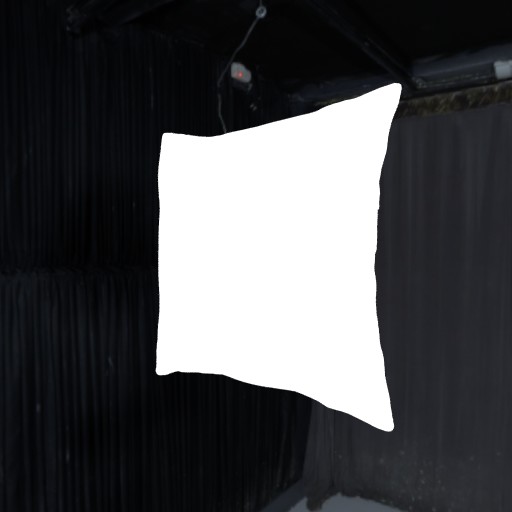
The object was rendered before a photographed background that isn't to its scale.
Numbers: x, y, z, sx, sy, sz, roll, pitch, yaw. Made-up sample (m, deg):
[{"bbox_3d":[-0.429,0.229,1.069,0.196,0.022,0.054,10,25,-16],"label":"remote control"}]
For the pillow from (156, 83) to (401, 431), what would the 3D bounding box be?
[{"bbox_3d":[0.000,0.000,0.676,0.433,0.436,0.173,1,2,37],"label":"pillow"}]
